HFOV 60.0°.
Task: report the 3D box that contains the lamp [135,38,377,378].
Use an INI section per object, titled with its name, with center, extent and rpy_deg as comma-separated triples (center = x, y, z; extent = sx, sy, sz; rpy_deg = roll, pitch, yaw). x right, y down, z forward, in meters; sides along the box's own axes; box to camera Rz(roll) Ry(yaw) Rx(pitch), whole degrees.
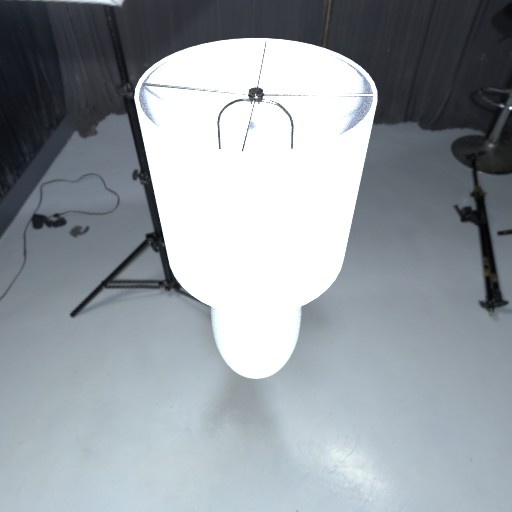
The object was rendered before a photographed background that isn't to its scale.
[lamp]
center = 0.000, 0.000, 0.567
extent = 0.217, 0.453, 0.217
rpy_deg = 4, 47, 4
